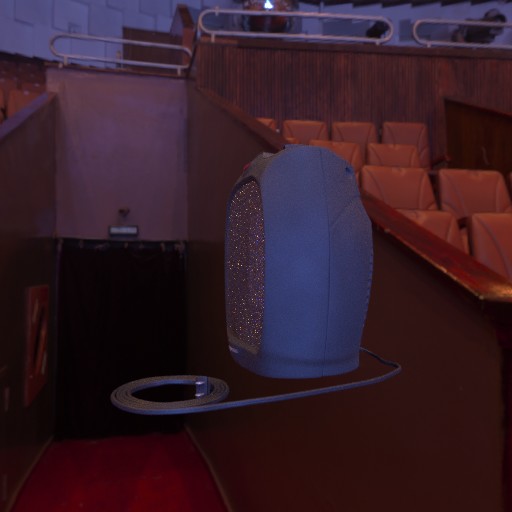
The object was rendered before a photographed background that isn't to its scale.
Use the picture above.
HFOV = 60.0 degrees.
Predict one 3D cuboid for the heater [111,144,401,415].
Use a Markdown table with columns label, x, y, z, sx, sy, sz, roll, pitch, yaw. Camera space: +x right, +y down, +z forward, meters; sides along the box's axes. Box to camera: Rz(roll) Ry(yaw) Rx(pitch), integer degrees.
| label | x | y | z | sx | sy | sz | roll | pitch | yaw |
| --- | --- | --- | --- | --- | --- | --- | --- | --- | --- |
| heater | 0.000 | 0.000 | 0.469 | 0.291 | 0.240 | 0.239 | 0 | -1 | -18 |
